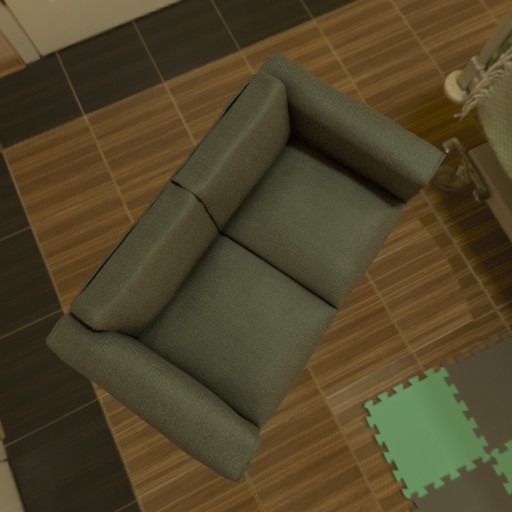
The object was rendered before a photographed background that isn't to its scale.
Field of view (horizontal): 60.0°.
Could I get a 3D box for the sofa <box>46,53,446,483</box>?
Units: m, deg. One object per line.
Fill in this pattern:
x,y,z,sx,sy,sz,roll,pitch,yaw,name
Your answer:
0.000,0.000,2.098,0.960,0.656,1.690,34,78,8,sofa
